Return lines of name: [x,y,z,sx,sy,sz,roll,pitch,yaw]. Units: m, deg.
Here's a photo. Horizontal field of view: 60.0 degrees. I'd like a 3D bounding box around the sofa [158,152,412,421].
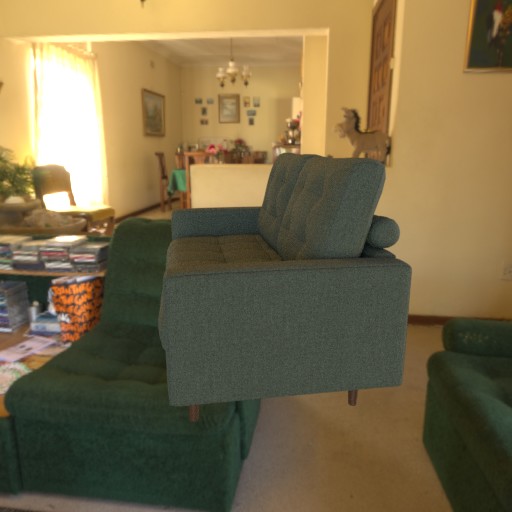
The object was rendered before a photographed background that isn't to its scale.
sofa: [0.000,0.000,2.035,0.842,0.907,1.407,-2,14,-9]
